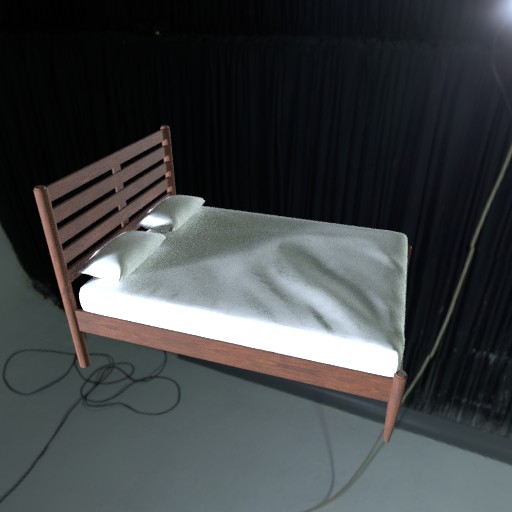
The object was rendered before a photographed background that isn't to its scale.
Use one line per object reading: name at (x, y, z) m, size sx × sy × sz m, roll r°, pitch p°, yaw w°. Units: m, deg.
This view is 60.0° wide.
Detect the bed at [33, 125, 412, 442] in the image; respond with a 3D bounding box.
bed at (0.000, 0.000, 3.077) m, size 2.093 × 1.304 × 1.509 m, roll 9°, pitch 31°, yaw 15°
